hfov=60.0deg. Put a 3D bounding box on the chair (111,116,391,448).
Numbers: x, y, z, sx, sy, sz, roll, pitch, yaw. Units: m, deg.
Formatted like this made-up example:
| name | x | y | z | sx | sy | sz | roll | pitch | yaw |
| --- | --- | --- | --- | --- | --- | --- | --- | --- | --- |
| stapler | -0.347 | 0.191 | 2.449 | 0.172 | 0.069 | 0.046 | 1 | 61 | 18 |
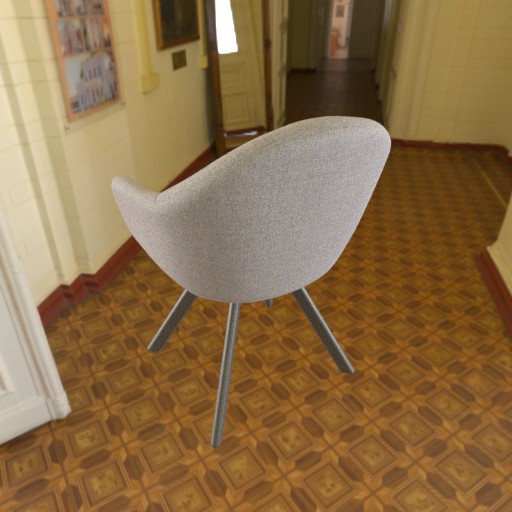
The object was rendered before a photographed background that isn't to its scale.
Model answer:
| name | x | y | z | sx | sy | sz | roll | pitch | yaw |
| --- | --- | --- | --- | --- | --- | --- | --- | --- | --- |
| chair | 0.000 | 0.000 | 1.169 | 0.590 | 0.795 | 0.550 | -18 | 35 | -28 |
